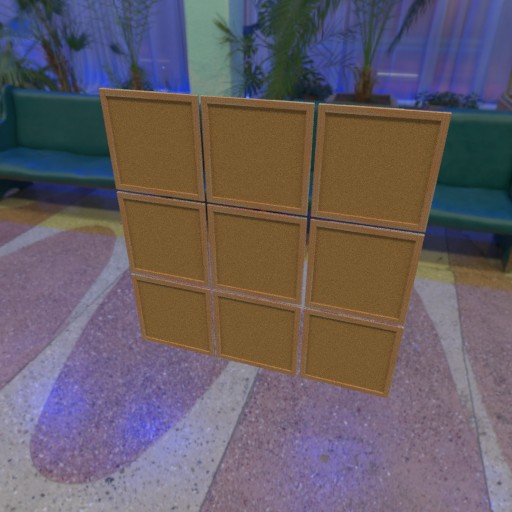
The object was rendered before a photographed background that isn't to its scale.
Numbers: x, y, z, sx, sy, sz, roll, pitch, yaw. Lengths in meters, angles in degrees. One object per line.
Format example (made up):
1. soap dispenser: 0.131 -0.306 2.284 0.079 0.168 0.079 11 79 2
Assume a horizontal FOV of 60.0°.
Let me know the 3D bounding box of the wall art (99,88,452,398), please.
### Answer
1. wall art: 0.000 0.000 2.231 1.521 1.519 0.013 10 32 16
